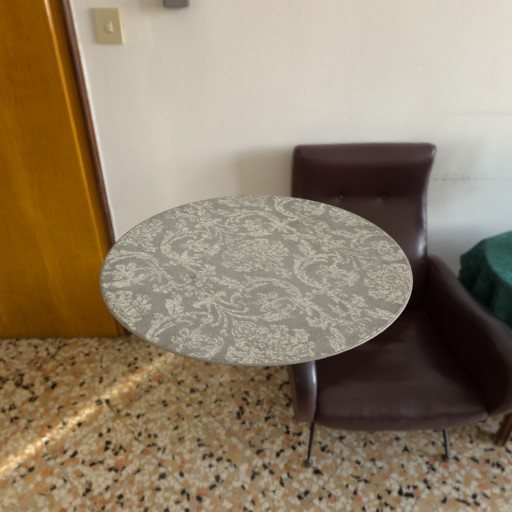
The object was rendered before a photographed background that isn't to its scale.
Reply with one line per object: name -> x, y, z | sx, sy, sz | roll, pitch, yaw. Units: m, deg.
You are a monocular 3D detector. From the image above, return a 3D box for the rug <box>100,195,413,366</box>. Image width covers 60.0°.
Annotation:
rug -> 0.000, 0.000, 2.355 | 1.593, 0.012, 1.593 | 0, 31, 0
